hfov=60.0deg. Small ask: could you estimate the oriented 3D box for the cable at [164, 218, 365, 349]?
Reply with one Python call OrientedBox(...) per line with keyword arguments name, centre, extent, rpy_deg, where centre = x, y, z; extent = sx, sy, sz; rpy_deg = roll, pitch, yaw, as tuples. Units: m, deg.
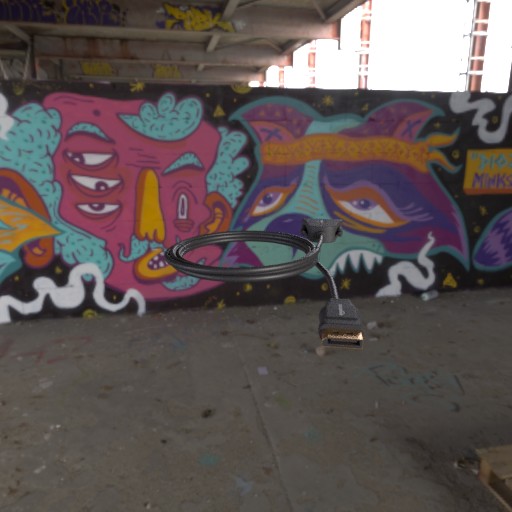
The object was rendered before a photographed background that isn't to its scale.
OrientedBox(name="cable", centre=(0.000, 0.000, 0.327), extent=(0.136, 0.015, 0.281), rpy_deg=(2, 14, 8))
